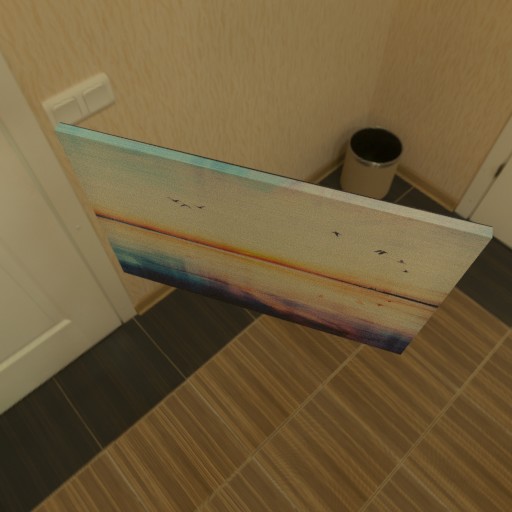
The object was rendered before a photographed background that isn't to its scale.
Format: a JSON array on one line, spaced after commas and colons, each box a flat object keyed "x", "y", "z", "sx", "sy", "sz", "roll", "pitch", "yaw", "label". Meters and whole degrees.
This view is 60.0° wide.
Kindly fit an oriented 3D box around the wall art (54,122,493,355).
[{"x": 0.000, "y": 0.000, "z": 0.757, "sx": 0.604, "sy": 0.402, "sz": 0.018, "roll": 15, "pitch": 59, "yaw": 10, "label": "wall art"}]
